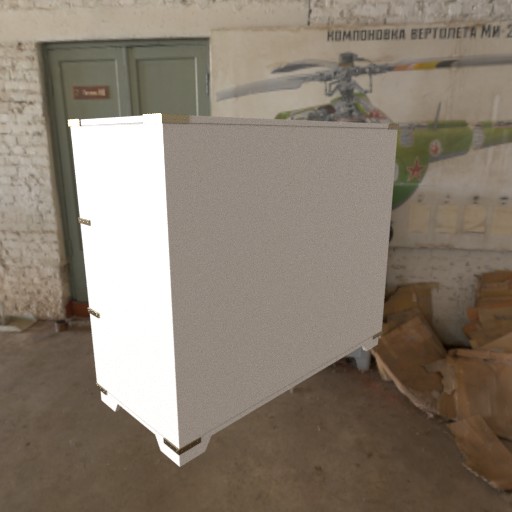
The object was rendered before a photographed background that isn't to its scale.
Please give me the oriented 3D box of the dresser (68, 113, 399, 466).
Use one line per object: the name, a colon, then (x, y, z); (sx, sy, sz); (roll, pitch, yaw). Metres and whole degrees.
dresser: (0.000, 0.000, 1.540); (0.460, 0.891, 1.022); (14, 21, 43)
